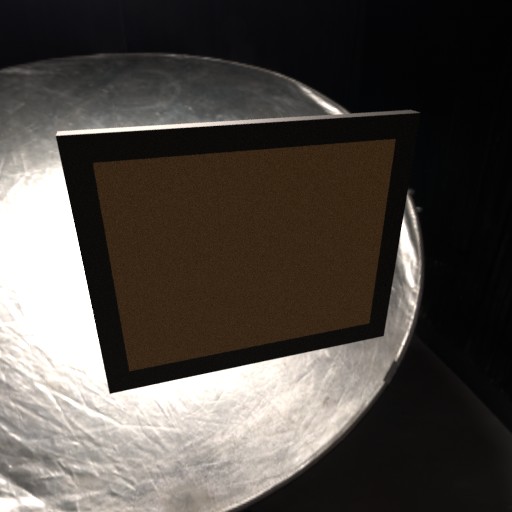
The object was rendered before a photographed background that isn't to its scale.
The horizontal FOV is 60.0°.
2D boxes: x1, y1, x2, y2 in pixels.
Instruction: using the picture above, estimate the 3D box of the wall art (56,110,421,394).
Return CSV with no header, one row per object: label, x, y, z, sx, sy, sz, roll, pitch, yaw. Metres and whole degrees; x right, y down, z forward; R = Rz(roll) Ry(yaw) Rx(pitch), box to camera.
wall art,0.000,0.000,0.775,0.561,0.460,0.028,-8,29,-15
